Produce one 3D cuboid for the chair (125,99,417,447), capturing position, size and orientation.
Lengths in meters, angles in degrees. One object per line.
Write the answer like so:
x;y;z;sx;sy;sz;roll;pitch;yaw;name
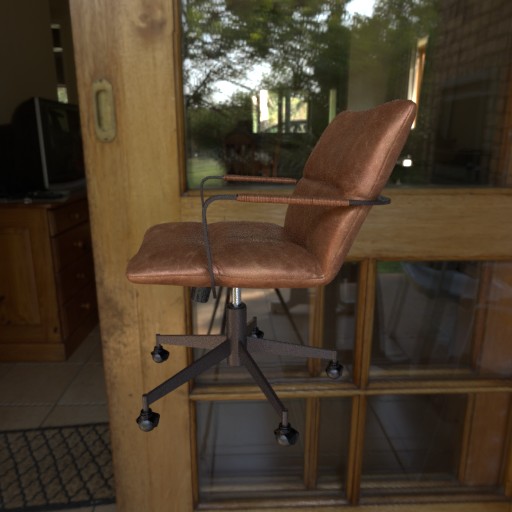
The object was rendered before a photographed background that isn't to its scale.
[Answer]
0.000;0.000;1.424;0.754;0.922;0.727;-2;15;-7;chair
